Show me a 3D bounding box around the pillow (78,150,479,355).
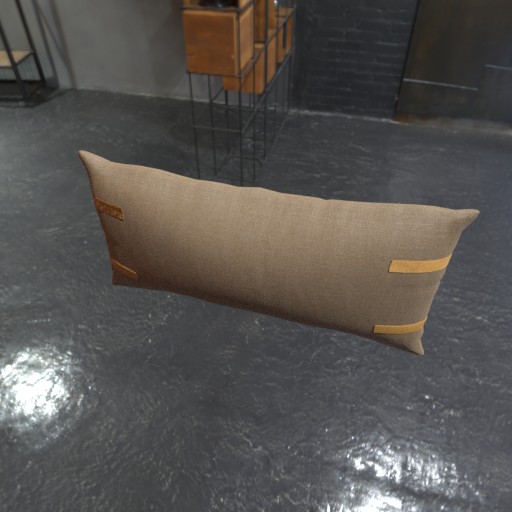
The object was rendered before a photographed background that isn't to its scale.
[{"bbox_3d":[0.000,0.000,0.740,0.612,0.308,0.148,11,43,12],"label":"pillow"}]
